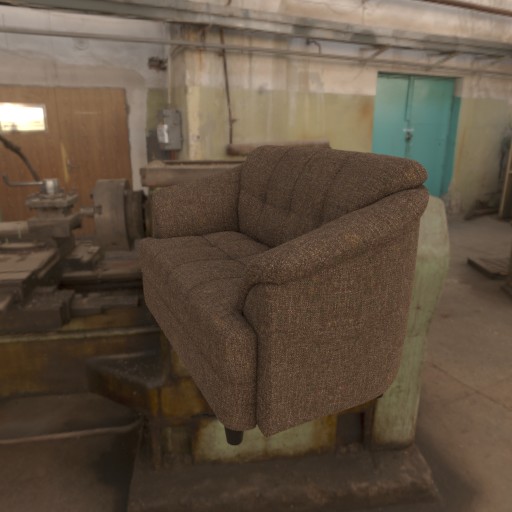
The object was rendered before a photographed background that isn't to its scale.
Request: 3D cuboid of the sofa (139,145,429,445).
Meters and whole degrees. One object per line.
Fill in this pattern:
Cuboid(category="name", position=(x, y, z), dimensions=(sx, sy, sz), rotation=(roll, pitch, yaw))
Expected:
Cuboid(category="sofa", position=(0.000, 0.000, 1.927), dimensions=(0.799, 0.895, 1.404), rotation=(-8, 18, -25))
